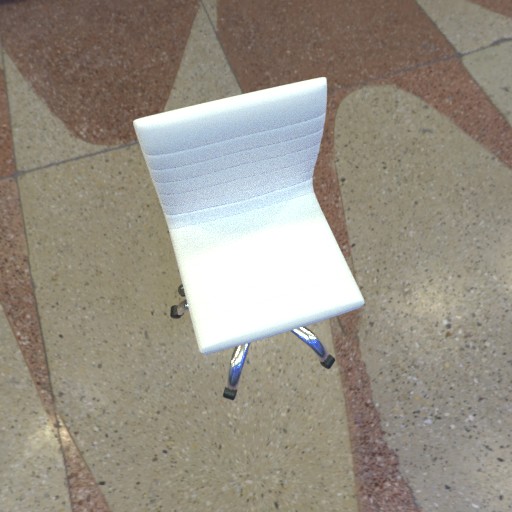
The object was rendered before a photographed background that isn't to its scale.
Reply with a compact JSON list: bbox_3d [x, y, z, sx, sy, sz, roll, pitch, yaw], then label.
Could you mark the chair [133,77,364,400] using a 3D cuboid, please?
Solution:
[{"bbox_3d":[0.000,0.000,1.131,0.556,0.780,0.530,-16,64,-8],"label":"chair"}]
